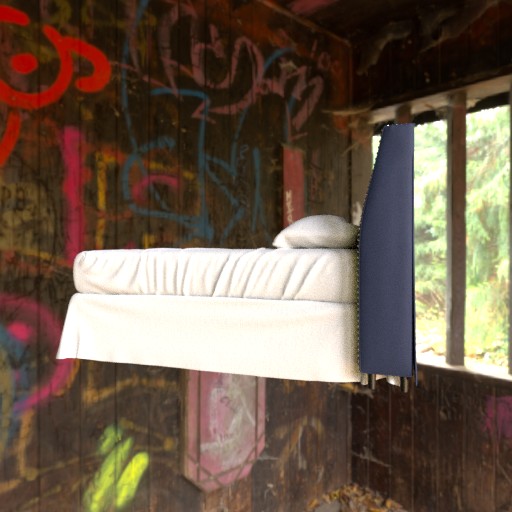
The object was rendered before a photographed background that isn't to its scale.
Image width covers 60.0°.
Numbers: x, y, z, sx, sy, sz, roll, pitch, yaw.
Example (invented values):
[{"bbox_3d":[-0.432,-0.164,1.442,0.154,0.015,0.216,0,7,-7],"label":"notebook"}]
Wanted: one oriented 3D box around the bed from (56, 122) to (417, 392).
[{"bbox_3d":[0.000,0.000,3.379,2.276,1.332,1.925,0,0,19],"label":"bed"}]
